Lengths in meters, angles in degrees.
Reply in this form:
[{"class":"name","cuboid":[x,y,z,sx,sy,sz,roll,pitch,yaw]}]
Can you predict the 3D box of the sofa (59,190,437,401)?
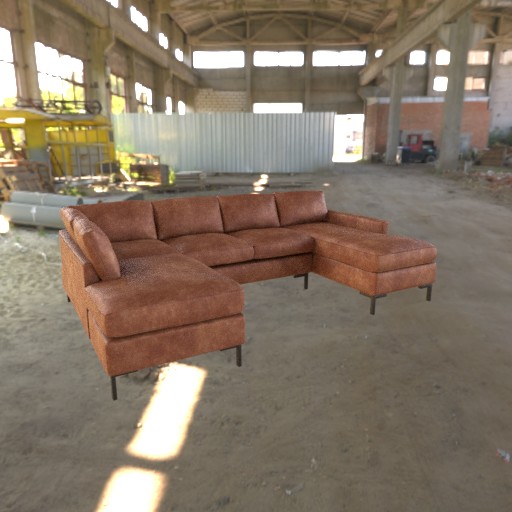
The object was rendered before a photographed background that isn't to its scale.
[{"class":"sofa","cuboid":[0.000,0.000,3.837,2.956,0.900,1.939,-8,16,-29]}]
